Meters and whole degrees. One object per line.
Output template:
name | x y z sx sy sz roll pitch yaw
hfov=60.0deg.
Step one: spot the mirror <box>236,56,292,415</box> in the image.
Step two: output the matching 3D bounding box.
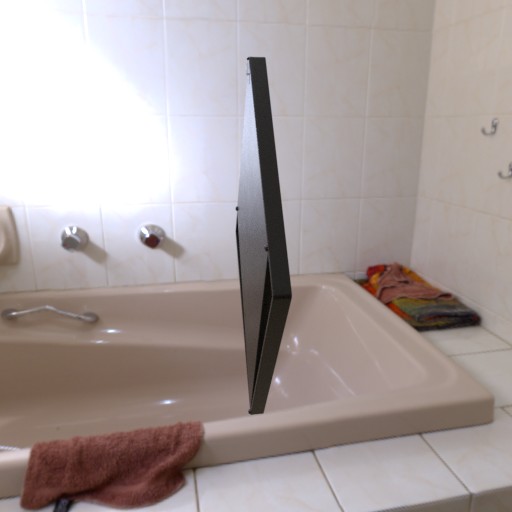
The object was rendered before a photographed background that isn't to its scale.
mirror | 0.000 0.000 0.820 0.032 0.679 0.419 -3 16 -9
